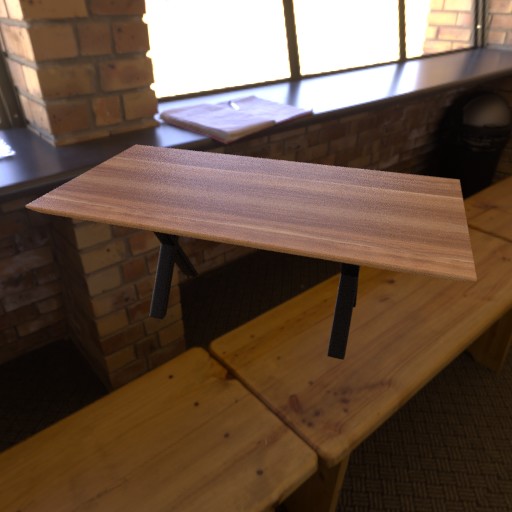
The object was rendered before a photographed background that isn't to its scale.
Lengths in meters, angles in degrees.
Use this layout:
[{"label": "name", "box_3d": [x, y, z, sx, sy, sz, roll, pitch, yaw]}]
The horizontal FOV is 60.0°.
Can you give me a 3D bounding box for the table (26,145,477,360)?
[{"label": "table", "box_3d": [0.000, 0.000, 2.467, 2.000, 0.770, 1.000, 10, 33, 15]}]
